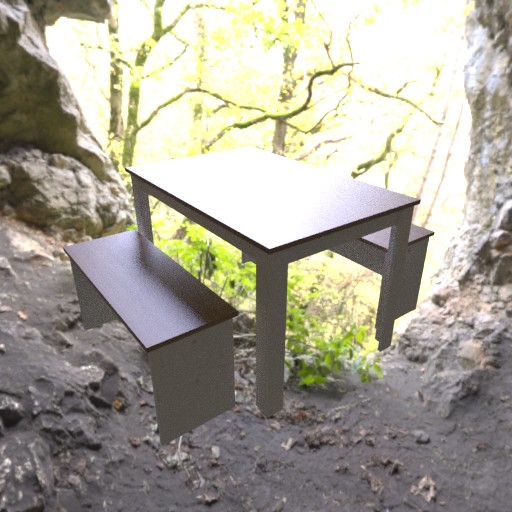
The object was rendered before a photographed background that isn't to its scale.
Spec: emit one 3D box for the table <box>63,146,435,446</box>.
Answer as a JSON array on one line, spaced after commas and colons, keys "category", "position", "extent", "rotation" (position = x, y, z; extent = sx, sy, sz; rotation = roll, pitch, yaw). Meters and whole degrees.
[{"category": "table", "position": [0.000, 0.000, 2.032], "extent": [1.443, 0.700, 1.100], "rotation": [-18, 32, -32]}]
